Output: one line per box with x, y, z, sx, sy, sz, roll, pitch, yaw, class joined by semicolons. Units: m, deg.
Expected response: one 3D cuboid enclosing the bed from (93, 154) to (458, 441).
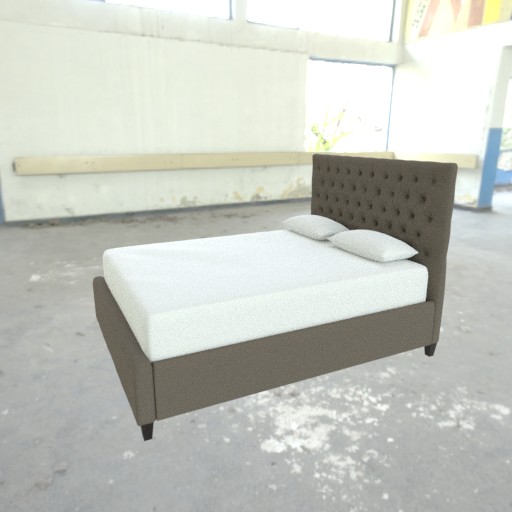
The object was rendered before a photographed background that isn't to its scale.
0.000;0.000;3.388;2.233;1.426;1.696;-8;17;-26;bed
